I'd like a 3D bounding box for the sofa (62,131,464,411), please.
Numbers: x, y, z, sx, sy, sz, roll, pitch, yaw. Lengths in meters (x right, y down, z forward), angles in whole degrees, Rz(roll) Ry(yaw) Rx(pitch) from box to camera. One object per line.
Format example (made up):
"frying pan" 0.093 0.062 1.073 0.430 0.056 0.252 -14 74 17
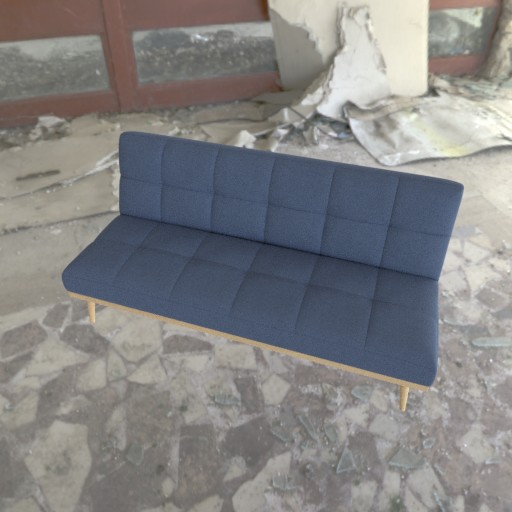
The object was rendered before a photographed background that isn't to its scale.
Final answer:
"sofa" 0.000 0.000 2.222 1.800 0.800 0.796 12 42 14
